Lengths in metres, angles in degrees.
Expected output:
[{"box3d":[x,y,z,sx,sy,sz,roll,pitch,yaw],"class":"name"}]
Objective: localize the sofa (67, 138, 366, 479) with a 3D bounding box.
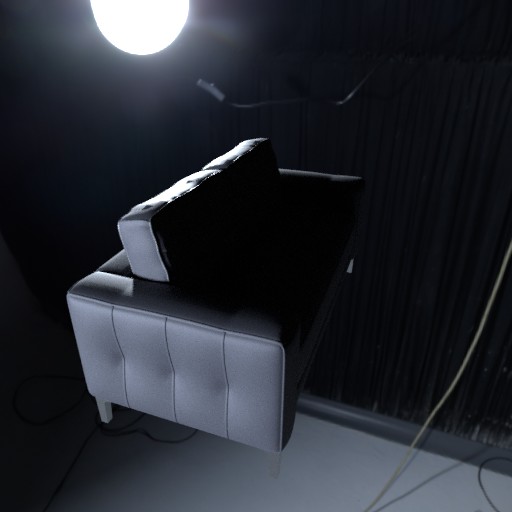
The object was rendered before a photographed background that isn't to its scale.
[{"box3d":[0.000,0.000,2.212,0.833,0.893,1.726,10,29,18],"class":"sofa"}]
